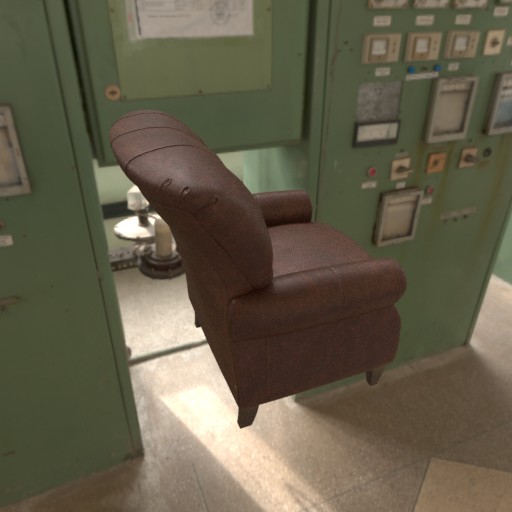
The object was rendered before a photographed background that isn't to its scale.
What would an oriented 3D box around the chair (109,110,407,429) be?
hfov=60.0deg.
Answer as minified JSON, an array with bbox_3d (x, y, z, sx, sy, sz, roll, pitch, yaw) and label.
[{"bbox_3d":[0.000,0.000,1.897,1.031,1.162,0.979,-11,32,-19],"label":"chair"}]
